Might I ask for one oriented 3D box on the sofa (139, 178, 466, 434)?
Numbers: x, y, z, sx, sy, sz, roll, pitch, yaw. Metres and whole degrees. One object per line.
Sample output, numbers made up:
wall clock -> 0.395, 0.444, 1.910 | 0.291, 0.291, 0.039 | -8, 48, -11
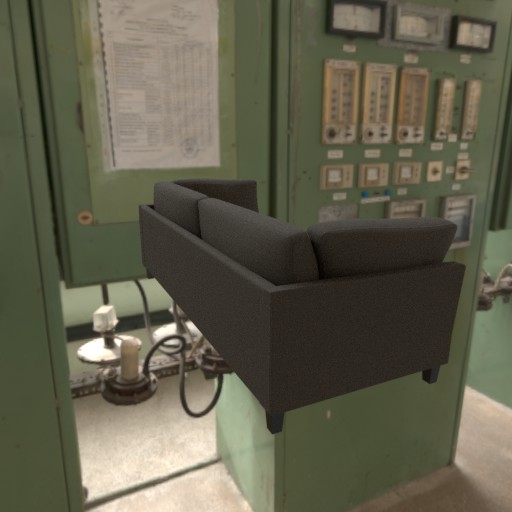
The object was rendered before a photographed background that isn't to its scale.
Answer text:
sofa -> 0.000, 0.000, 2.754 | 0.969, 0.792, 2.312 | -7, 17, -25
